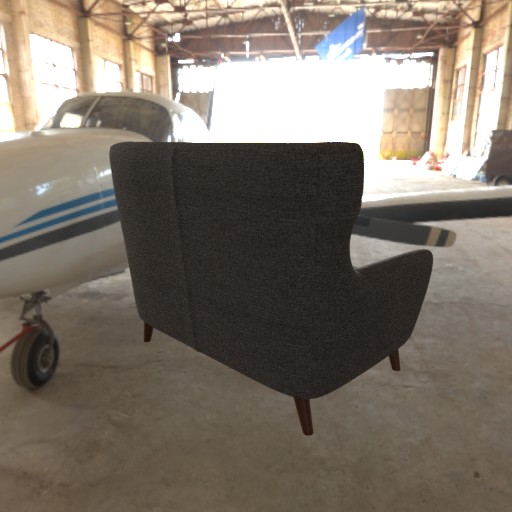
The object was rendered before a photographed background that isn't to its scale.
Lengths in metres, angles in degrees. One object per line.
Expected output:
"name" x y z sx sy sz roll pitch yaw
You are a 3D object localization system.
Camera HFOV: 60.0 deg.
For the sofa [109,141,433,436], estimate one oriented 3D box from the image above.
"sofa" 0.000 0.000 2.052 1.358 1.028 0.874 14 20 43
